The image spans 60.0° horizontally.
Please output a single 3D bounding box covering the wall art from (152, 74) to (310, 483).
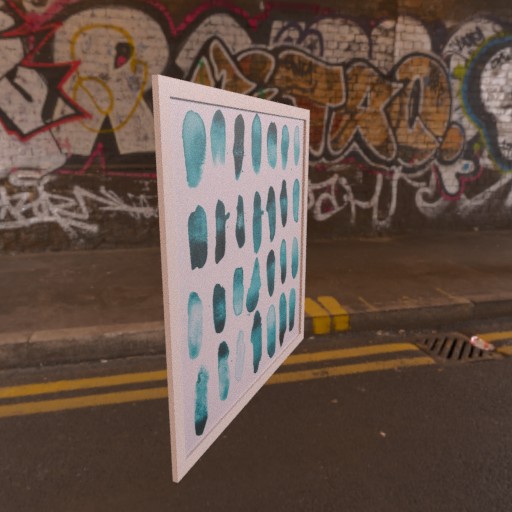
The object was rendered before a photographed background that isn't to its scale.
[{"bbox_3d":[0.000,0.000,1.205,0.013,0.813,0.812,6,15,24],"label":"wall art"}]
